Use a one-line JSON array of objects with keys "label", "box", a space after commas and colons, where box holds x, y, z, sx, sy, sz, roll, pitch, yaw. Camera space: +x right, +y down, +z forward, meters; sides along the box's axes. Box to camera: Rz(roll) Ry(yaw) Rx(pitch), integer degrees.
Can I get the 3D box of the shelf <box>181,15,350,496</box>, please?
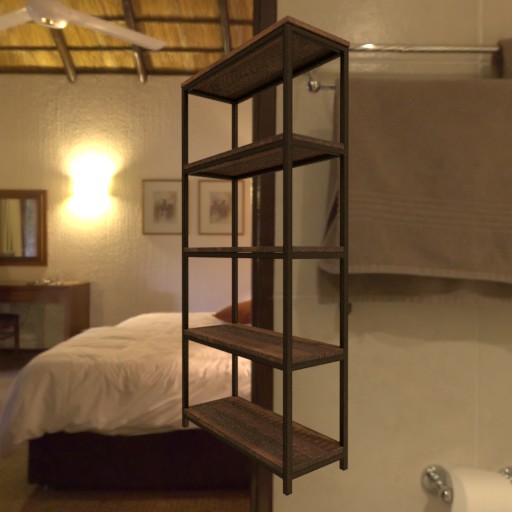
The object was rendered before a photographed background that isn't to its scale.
[{"label": "shelf", "box": [0.000, 0.000, 2.169, 0.359, 1.860, 0.874, 0, 1, -37]}]
